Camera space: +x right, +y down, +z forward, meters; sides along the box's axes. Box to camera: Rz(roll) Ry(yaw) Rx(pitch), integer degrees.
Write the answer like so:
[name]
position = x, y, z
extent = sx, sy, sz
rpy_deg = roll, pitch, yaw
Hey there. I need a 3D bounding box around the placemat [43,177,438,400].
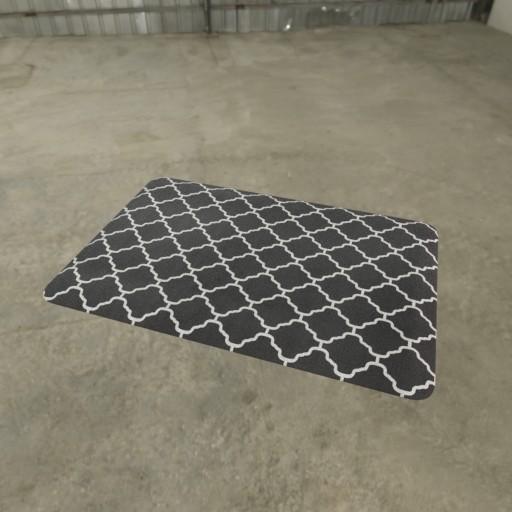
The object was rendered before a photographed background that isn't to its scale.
[placemat]
position = 0.000, 0.000, 0.973
extent = 0.762, 0.021, 0.508
rpy_deg = 12, 42, 14
